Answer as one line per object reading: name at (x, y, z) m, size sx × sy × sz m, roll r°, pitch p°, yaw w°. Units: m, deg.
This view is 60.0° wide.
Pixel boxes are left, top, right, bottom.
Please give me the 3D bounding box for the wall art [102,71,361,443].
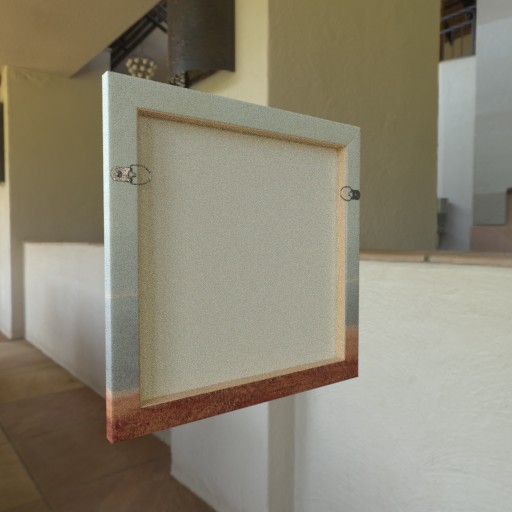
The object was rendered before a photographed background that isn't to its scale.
wall art at (0.000, 0.000, 0.606) m, size 0.405 × 0.405 × 0.023 m, roll -2°, pitch 3°, yaw -36°
